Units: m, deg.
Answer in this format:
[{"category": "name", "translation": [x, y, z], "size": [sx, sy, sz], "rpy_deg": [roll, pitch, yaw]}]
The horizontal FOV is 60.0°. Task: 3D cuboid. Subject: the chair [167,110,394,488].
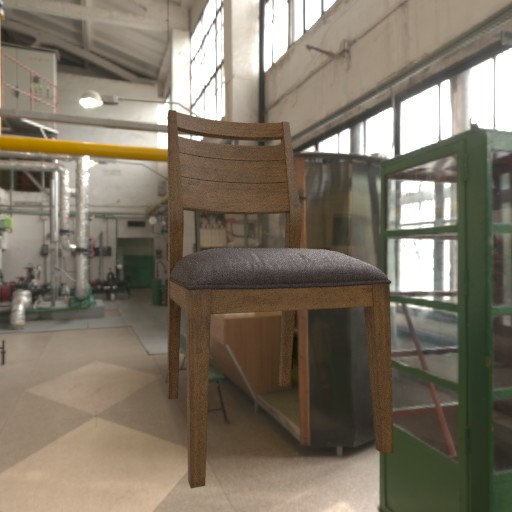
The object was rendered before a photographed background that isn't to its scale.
[{"category": "chair", "translation": [0.000, 0.000, 1.267], "size": [0.501, 0.939, 0.610], "rpy_deg": [0, 1, -19]}]
